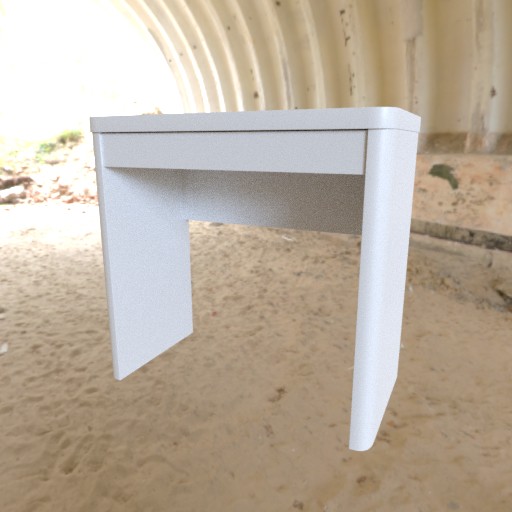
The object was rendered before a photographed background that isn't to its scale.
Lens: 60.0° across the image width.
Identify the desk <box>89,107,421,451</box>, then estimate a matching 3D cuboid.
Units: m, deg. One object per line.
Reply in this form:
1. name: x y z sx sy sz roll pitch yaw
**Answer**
1. desk: 0.000 0.000 1.271 0.790 0.760 0.446 7 16 25
